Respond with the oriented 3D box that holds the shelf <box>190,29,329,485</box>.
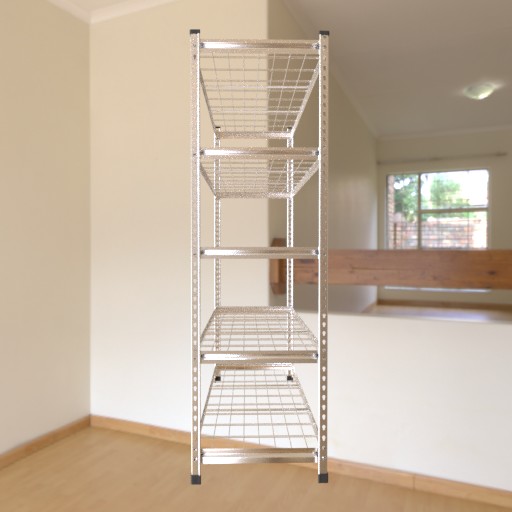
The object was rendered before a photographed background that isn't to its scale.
[{"bbox_3d":[0.000,0.000,2.695,0.610,1.981,1.524,0,1,-1],"label":"shelf"}]
